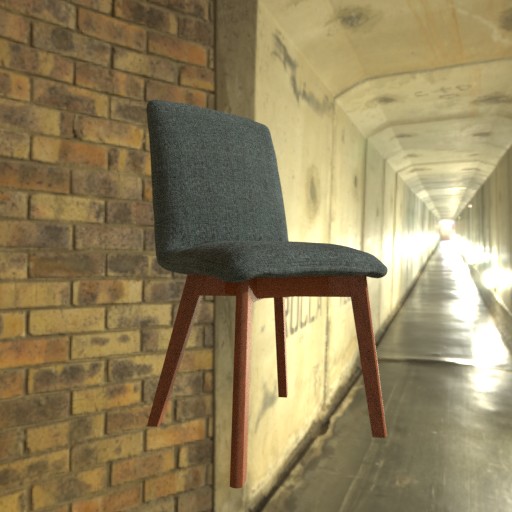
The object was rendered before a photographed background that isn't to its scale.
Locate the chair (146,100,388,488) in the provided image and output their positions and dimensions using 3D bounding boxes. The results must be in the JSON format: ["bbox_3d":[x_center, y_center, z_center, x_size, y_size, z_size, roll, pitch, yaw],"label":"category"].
[{"bbox_3d":[0.000,0.000,1.276,0.522,0.974,0.563,1,-1,-35],"label":"chair"}]
